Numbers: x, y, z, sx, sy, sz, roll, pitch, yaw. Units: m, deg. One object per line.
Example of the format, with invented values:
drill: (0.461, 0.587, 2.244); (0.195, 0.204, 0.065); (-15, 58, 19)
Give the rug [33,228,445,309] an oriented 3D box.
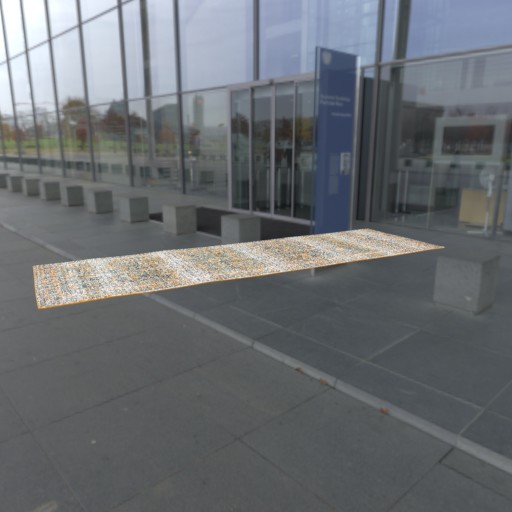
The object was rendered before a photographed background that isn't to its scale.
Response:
rug: (0.000, 0.000, 2.549); (2.294, 0.014, 0.704); (-7, 16, -27)
